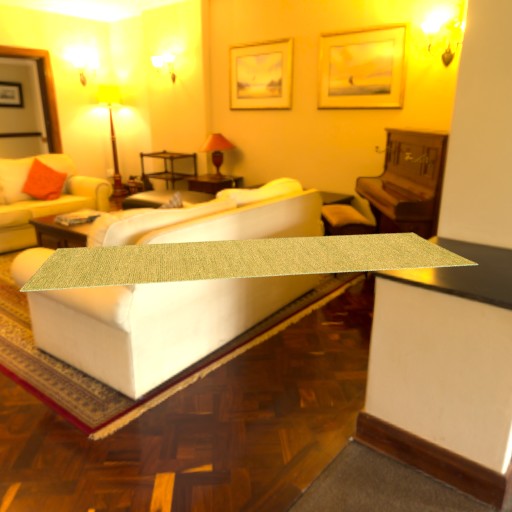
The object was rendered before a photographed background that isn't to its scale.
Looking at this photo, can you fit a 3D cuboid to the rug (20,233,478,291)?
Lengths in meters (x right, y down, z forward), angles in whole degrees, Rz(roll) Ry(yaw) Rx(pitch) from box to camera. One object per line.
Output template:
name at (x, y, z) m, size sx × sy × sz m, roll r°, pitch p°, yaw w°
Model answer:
rug at (0.000, 0.000, 2.548) m, size 2.340 × 0.013 × 0.686 m, roll -3°, pitch 18°, yaw -9°
